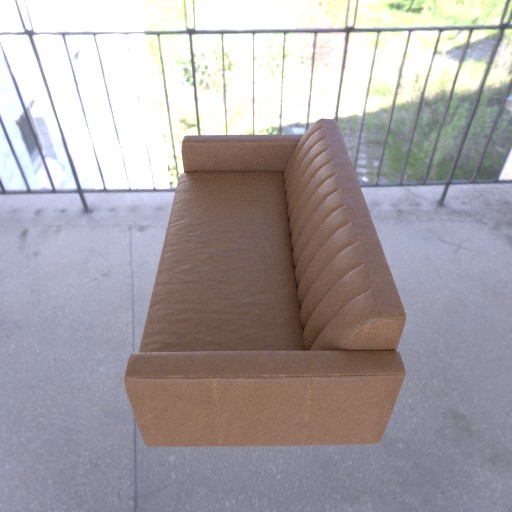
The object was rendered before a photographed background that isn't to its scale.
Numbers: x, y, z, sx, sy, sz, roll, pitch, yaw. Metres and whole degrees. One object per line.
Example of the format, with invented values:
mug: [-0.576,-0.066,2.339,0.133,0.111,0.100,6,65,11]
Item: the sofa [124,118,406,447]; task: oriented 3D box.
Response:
sofa: [0.000,0.000,2.319,0.993,0.821,1.847,0,41,-1]
